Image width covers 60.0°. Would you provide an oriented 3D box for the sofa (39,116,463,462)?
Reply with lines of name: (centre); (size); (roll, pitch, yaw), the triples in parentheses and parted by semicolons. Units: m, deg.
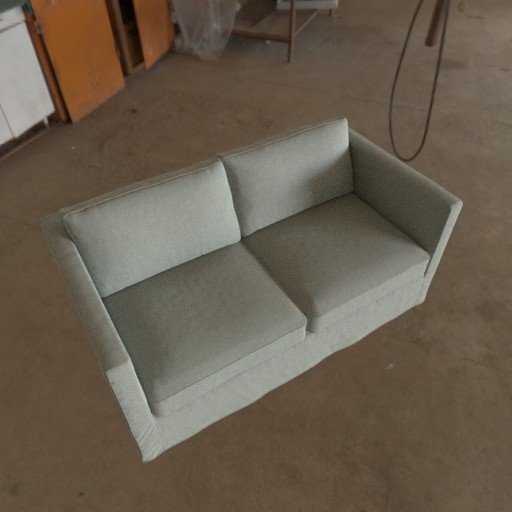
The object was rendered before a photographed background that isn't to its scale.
sofa: (0.000, 0.000, 2.194); (1.727, 0.830, 0.944); (-24, 49, -22)
